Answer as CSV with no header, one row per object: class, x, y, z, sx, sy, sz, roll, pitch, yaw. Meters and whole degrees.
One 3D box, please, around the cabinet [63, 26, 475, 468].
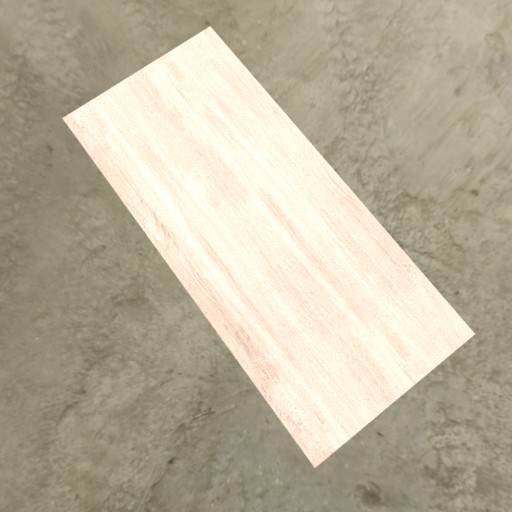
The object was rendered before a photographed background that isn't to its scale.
cabinet,0.000,0.000,1.528,0.500,0.780,1.110,-36,79,-8
